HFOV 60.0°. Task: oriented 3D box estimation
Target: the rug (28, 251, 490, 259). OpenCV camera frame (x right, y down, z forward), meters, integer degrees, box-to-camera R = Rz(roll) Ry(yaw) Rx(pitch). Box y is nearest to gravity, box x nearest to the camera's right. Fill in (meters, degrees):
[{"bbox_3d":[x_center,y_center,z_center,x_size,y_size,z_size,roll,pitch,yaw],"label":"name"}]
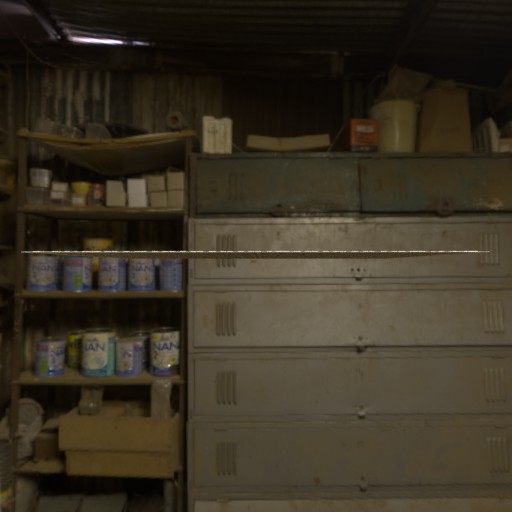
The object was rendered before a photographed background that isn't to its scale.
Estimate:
[{"bbox_3d":[0.000,0.000,4.200,3.196,0.007,2.354,0,-1,1],"label":"rug"}]
